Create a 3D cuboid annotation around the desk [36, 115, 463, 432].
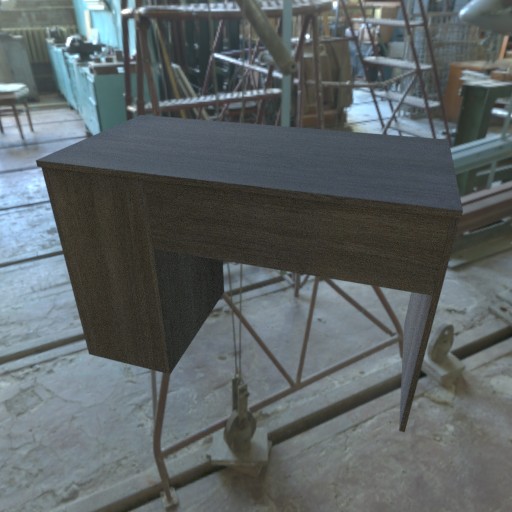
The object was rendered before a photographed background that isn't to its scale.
[{"bbox_3d":[0.000,0.000,1.491,1.096,0.730,0.560,9,32,15],"label":"desk"}]
